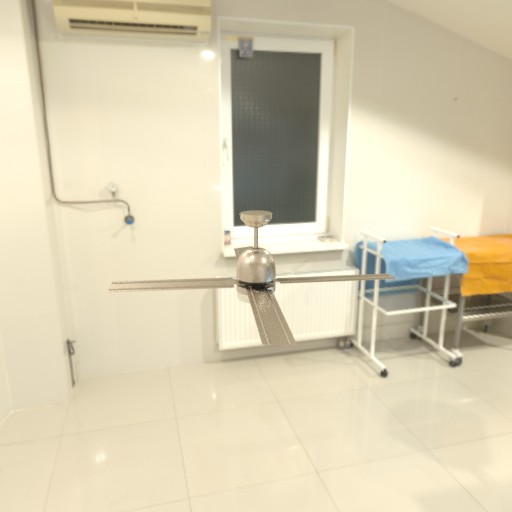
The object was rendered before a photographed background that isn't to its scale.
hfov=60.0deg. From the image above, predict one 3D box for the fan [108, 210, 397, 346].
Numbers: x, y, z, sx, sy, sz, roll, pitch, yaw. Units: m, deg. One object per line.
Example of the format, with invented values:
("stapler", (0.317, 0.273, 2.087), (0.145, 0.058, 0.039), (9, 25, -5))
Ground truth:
("fan", (0.000, 0.000, 2.070), (1.346, 0.406, 1.346), (-2, 15, -8))
